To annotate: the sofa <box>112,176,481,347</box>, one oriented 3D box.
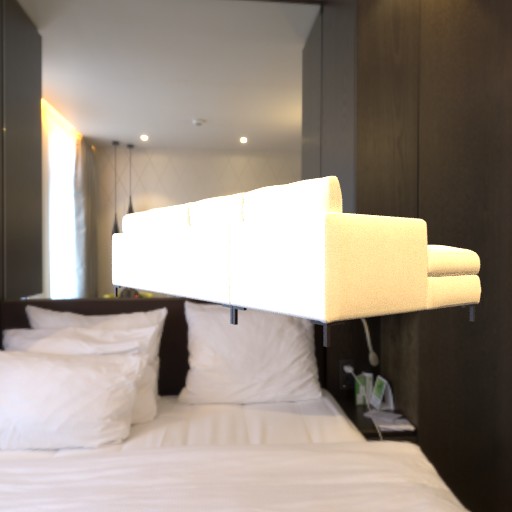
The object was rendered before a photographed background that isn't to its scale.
[{"bbox_3d":[0.000,0.000,3.827,1.467,0.875,3.186,0,0,-36],"label":"sofa"}]
